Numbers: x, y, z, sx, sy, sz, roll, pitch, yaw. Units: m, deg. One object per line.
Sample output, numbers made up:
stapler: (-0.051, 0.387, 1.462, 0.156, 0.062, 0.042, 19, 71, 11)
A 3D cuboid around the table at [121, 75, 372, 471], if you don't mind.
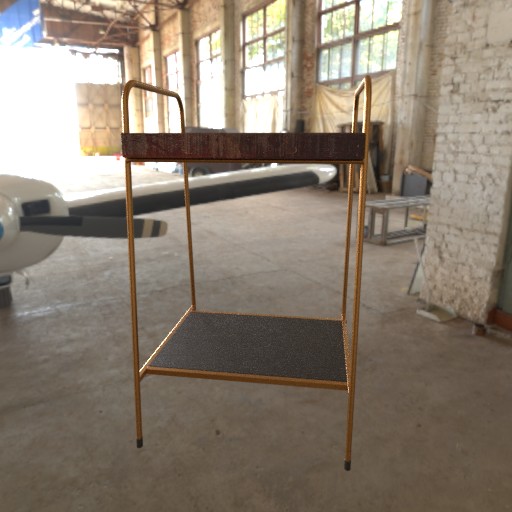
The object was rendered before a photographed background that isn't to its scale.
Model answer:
table: (0.000, 0.000, 0.981, 0.430, 0.710, 0.430, 2, 15, 8)
